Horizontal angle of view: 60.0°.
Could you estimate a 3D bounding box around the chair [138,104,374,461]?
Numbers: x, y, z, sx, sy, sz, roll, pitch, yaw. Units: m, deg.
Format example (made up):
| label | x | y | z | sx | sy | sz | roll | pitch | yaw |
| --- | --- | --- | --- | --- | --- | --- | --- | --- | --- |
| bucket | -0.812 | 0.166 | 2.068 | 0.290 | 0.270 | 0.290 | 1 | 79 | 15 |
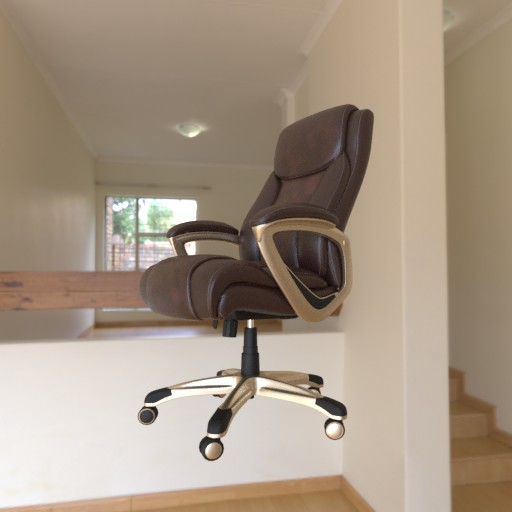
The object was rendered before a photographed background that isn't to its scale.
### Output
| label | x | y | z | sx | sy | sz | roll | pitch | yaw |
| --- | --- | --- | --- | --- | --- | --- | --- | --- | --- |
| chair | 0.000 | 0.000 | 1.643 | 0.749 | 1.194 | 0.692 | 1 | -2 | -36 |
